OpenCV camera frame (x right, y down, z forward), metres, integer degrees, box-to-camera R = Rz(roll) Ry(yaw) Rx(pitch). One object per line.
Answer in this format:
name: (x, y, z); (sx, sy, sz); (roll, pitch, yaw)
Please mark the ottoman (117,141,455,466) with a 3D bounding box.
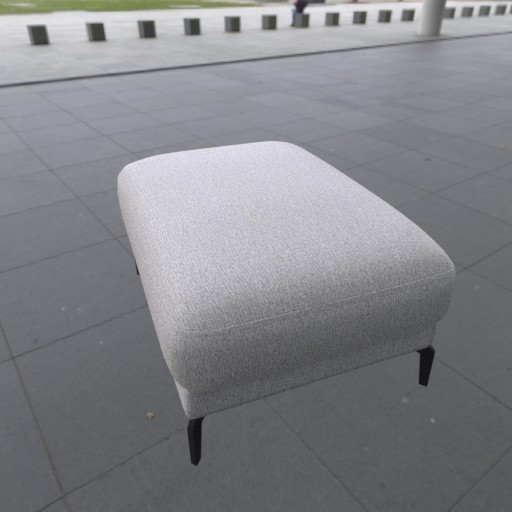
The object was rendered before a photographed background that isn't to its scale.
ottoman: (0.000, 0.000, 1.087); (0.568, 0.420, 0.772); (-11, 33, -18)
